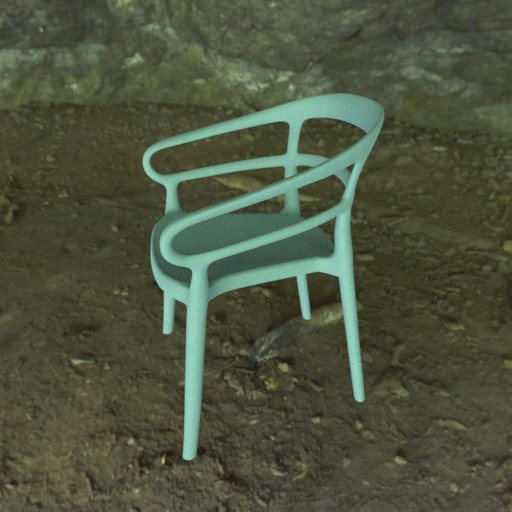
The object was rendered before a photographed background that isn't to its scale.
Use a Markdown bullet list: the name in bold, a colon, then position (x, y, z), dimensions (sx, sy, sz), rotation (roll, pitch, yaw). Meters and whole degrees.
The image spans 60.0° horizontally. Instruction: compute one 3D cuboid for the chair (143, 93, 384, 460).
- **chair**: position (0.000, 0.000, 1.144), dimensions (0.527, 0.761, 0.559), rotation (-8, 29, -14)
